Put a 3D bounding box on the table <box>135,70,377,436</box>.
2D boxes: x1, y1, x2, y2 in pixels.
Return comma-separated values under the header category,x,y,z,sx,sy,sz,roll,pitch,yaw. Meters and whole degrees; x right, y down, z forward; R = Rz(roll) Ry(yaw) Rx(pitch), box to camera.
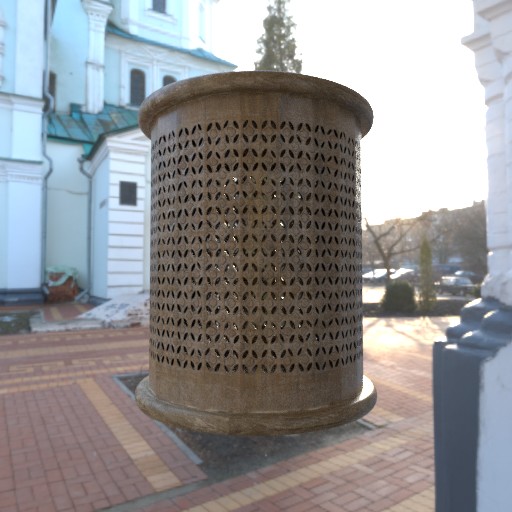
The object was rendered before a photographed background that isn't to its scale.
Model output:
category,x,y,z,sx,sy,sz,roll,pitch,yaw
table,0.000,0.000,0.779,0.407,0.482,0.407,0,-2,0
